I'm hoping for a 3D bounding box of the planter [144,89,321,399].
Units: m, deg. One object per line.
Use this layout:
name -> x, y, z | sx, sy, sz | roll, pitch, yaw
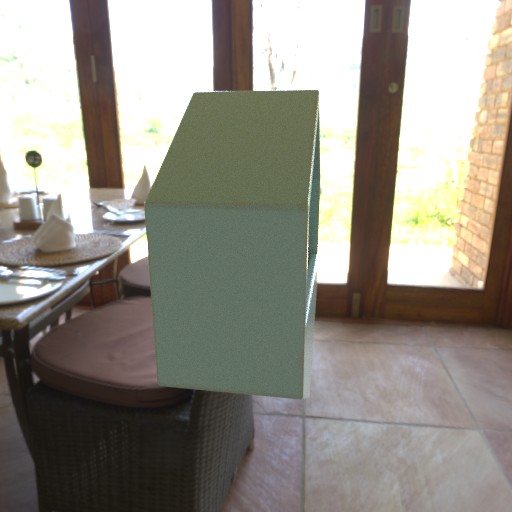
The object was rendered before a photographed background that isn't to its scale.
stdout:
planter -> 0.000, 0.000, 0.294 | 0.078, 0.207, 0.169 | 3, 16, 9
